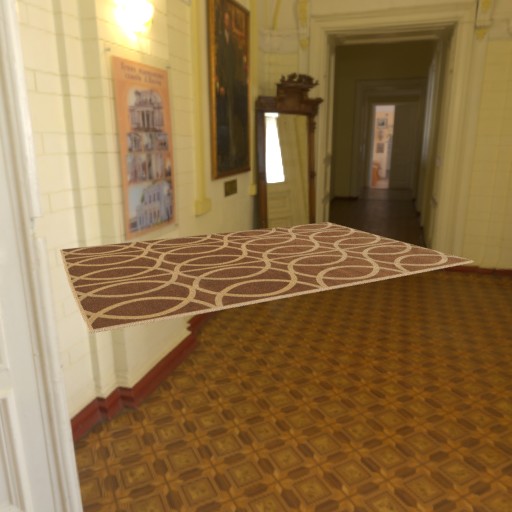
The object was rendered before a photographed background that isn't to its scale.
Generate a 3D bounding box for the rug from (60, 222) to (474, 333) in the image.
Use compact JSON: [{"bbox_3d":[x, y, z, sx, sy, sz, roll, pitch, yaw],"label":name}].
[{"bbox_3d":[0.000,0.000,2.909,2.294,0.014,1.528,-8,16,-27],"label":"rug"}]
